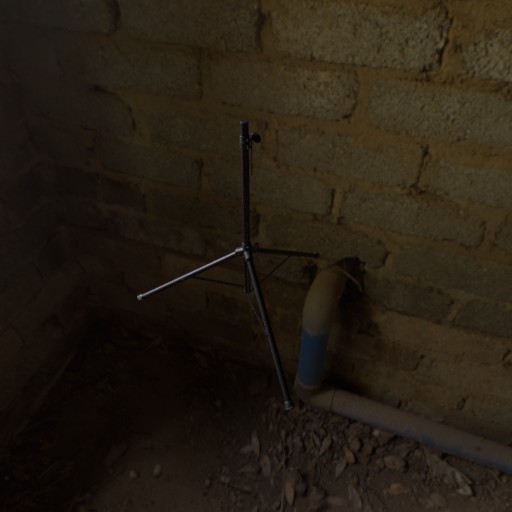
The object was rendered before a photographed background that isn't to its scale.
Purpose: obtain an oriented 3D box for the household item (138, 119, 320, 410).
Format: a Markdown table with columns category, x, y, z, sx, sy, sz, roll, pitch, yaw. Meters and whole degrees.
| category | x | y | z | sx | sy | sz | roll | pitch | yaw |
| --- | --- | --- | --- | --- | --- | --- | --- | --- | --- |
| household item | 0.000 | 0.000 | 2.791 | 1.596 | 1.595 | 1.339 | -12 | 44 | -13 |
